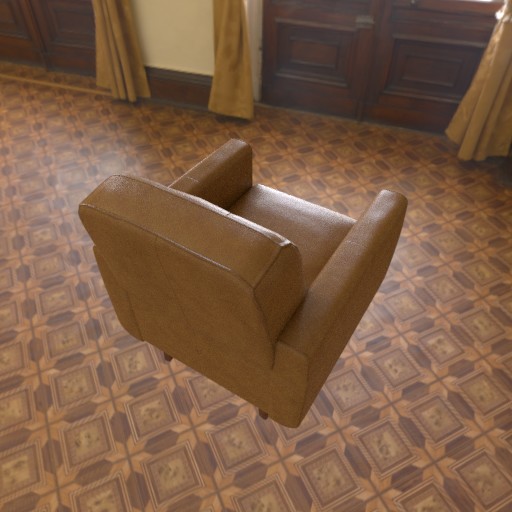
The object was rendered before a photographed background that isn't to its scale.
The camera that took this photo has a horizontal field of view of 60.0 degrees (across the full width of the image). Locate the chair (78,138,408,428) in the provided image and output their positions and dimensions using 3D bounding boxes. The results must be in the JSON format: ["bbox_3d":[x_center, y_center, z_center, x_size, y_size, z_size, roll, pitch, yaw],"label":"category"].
[{"bbox_3d":[0.000,0.000,1.686,0.845,0.968,0.942,24,50,22],"label":"chair"}]
